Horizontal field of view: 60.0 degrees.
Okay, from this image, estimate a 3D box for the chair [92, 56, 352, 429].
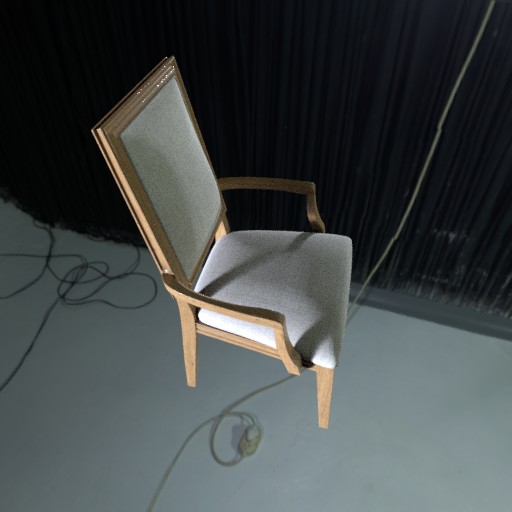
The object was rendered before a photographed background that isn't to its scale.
[{"bbox_3d":[0.000,0.000,1.347,0.602,0.990,0.606,9,44,9],"label":"chair"}]
